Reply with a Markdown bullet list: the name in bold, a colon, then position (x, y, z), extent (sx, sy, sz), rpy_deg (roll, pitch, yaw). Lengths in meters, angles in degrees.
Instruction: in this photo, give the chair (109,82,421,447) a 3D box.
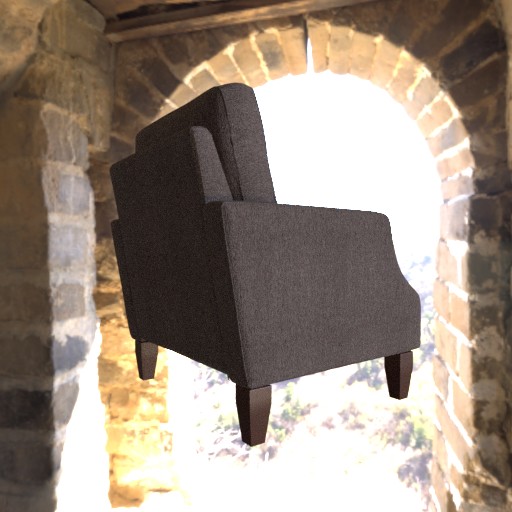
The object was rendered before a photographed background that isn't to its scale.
- **chair**: position (0.000, 0.000, 1.650), extent (0.897, 0.993, 0.855), rpy_deg (0, 1, -36)
